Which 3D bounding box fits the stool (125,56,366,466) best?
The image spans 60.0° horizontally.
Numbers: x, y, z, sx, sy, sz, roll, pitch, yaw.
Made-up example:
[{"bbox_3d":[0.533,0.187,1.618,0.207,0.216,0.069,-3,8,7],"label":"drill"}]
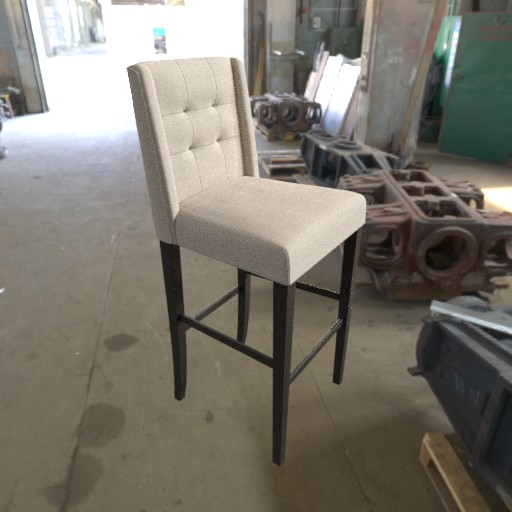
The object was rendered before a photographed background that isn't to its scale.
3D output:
[{"bbox_3d":[0.000,0.000,1.381,0.509,1.116,0.474,17,31,30],"label":"stool"}]
